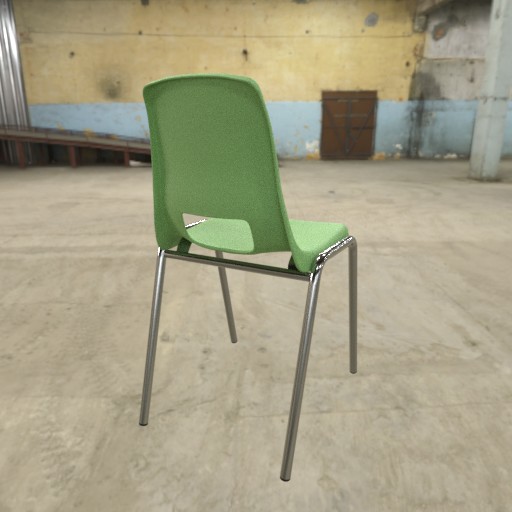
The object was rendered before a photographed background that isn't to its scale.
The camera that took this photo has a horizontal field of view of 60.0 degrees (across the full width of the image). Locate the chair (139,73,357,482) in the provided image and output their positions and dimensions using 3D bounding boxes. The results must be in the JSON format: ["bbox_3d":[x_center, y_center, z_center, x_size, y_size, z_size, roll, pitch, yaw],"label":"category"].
[{"bbox_3d":[0.000,0.000,0.965,0.381,0.704,0.436,9,19,26],"label":"chair"}]
